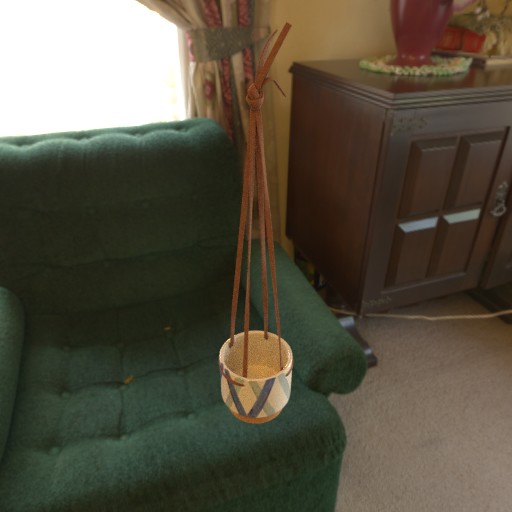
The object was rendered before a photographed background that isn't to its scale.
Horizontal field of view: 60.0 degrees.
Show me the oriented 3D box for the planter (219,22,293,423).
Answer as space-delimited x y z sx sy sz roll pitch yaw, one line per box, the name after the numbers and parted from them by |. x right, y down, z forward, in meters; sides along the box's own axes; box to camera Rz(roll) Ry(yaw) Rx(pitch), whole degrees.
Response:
0.000 0.000 0.808 0.157 0.753 0.153 -21 36 -32 | planter
